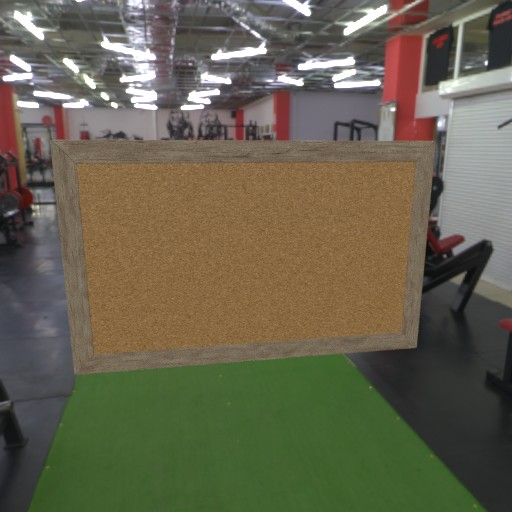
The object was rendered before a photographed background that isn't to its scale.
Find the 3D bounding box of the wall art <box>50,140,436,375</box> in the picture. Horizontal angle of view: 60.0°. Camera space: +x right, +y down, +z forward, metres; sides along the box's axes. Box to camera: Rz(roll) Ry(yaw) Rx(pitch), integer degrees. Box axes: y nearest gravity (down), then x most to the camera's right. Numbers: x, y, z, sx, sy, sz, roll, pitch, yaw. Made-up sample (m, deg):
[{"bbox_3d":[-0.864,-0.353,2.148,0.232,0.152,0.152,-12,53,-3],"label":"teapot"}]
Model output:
[{"bbox_3d":[0.000,0.000,0.953,0.780,0.480,0.021,-2,14,-10],"label":"wall art"}]
